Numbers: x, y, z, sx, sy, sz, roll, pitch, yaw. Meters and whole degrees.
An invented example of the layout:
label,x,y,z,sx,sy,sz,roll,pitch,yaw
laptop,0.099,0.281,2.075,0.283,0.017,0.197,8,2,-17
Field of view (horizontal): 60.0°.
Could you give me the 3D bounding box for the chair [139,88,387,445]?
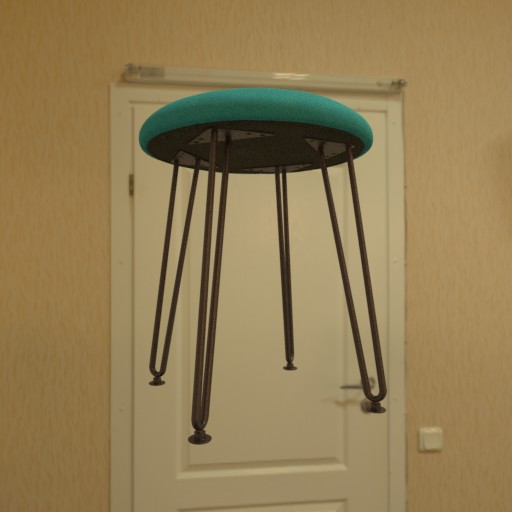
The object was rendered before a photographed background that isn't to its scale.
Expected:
label,x,y,z,sx,sy,sz,roll,pitch,yaw
chair,0.000,0.000,0.683,0.350,0.430,0.350,0,0,-36
